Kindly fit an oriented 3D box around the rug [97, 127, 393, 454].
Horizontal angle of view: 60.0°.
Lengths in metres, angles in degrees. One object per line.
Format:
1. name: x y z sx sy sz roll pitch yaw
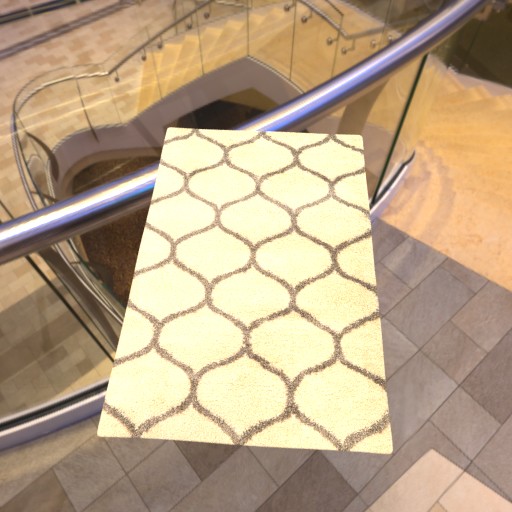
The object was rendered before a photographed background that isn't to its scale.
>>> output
1. rug: 0.000 0.000 3.390 1.801 0.026 2.701 3 58 2
